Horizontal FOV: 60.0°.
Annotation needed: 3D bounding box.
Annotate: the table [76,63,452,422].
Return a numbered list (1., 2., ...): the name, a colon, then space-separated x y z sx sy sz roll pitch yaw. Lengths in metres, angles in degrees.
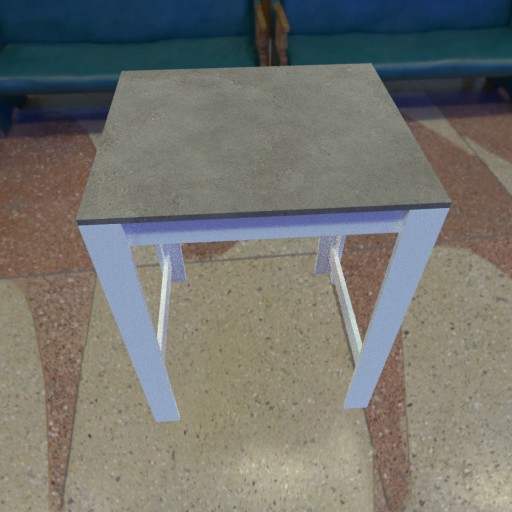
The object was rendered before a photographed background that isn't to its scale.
1. table: 0.000 0.000 1.549 0.800 1.020 0.700 -3 47 -3
